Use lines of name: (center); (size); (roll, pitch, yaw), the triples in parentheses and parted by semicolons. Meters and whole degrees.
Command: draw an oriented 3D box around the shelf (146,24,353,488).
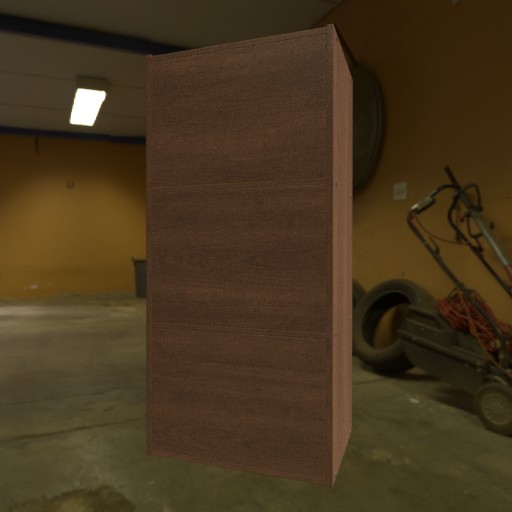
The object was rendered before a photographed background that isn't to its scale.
shelf: (0.000, 0.000, 1.044); (0.414, 0.879, 0.290); (0, 1, 19)
